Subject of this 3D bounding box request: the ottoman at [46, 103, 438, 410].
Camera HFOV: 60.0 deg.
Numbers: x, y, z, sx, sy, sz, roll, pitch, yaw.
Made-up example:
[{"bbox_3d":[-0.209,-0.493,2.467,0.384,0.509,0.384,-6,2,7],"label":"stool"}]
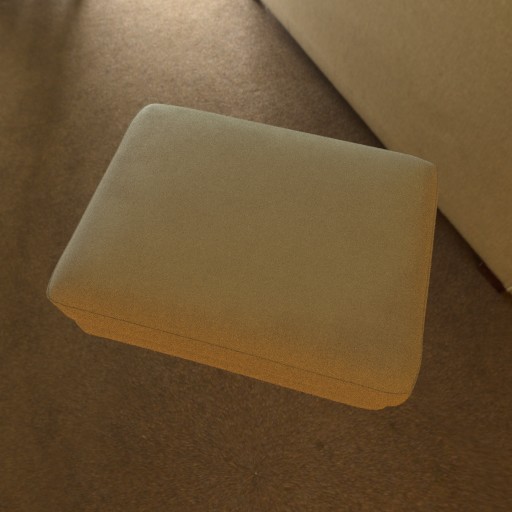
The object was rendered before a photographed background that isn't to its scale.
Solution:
[{"bbox_3d":[0.000,0.000,1.156,0.811,0.449,0.608,14,65,7],"label":"ottoman"}]
